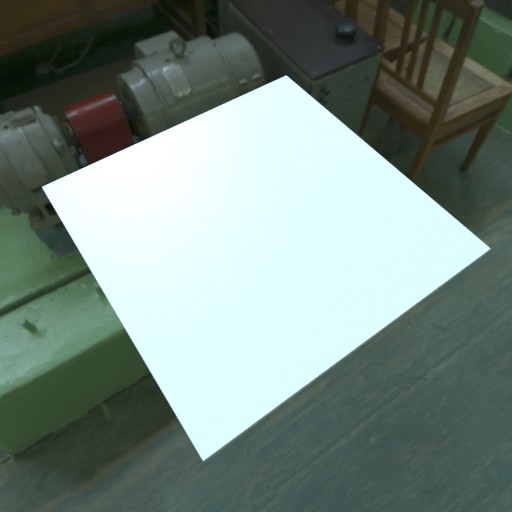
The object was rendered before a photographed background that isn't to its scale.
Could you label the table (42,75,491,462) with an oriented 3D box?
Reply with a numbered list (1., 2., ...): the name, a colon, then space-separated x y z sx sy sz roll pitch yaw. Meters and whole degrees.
1. table: 0.000 0.000 1.055 0.670 0.305 0.670 -31 63 -18
